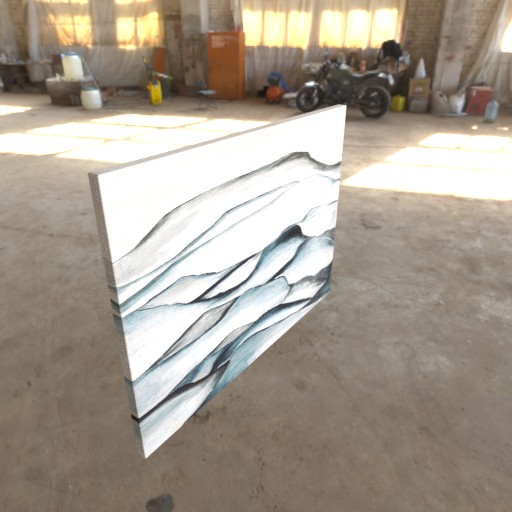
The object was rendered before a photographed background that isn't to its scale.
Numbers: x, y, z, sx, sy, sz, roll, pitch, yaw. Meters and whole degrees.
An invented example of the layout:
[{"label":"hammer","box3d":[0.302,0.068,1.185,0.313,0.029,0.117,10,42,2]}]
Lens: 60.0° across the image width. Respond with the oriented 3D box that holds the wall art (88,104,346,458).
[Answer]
[{"label":"wall art","box3d":[0.000,0.000,1.623,0.039,0.915,1.219,19,33,32]}]
